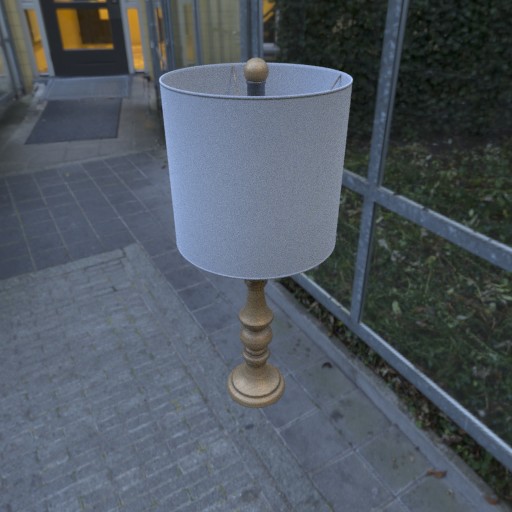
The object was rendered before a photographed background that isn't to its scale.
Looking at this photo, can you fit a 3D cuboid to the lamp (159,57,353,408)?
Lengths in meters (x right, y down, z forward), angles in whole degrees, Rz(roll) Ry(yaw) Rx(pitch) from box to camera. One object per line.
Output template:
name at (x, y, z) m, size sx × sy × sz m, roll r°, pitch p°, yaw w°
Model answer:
lamp at (0.000, 0.000, 0.726) m, size 0.250 × 0.597 × 0.250 m, roll -9°, pitch 32°, yaw -15°
